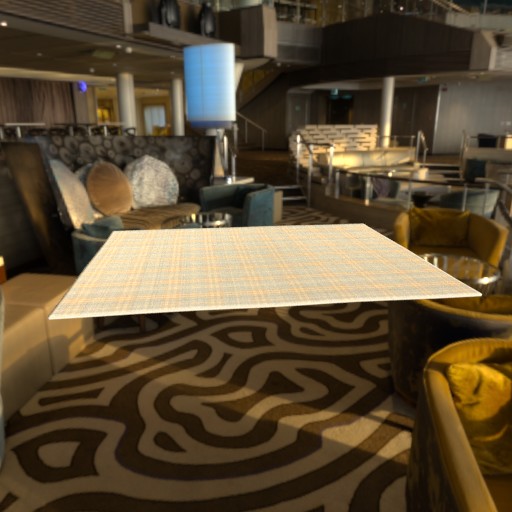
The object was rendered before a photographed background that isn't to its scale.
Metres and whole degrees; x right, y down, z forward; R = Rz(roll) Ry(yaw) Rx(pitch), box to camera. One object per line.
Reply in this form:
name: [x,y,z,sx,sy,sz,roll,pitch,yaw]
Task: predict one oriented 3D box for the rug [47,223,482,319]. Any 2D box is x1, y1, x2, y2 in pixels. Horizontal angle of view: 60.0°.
rug: [0.000,0.000,4.225,3.066,0.030,2.462,-2,17,-7]
